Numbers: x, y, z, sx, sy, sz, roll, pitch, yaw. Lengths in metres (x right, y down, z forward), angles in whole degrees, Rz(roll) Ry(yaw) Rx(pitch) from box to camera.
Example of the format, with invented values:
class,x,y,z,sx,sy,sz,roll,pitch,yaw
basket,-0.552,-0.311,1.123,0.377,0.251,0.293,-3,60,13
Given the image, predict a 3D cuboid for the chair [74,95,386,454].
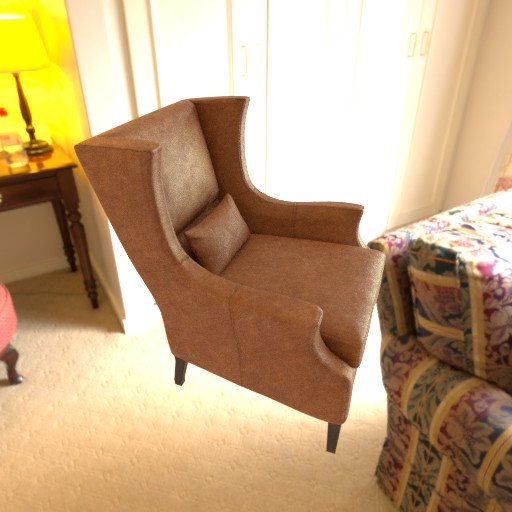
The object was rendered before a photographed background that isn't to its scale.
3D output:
class,x,y,z,sx,sy,sz,roll,pitch,yaw
chair,0.000,0.000,1.692,0.926,1.016,0.853,11,33,18
